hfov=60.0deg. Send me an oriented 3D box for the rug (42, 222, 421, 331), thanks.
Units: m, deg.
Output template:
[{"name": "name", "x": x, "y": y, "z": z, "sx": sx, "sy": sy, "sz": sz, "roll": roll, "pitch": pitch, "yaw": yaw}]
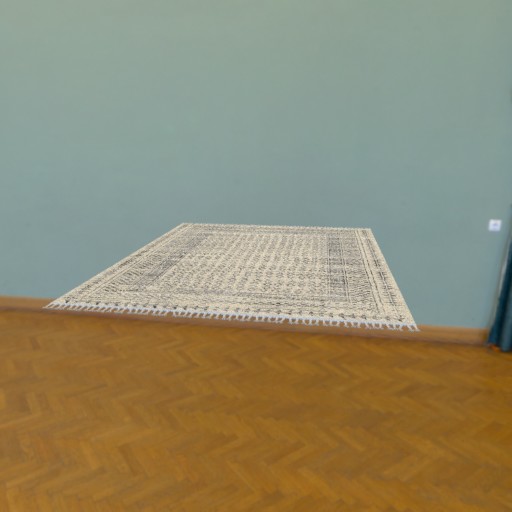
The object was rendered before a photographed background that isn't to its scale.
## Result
[{"name": "rug", "x": 0.000, "y": 0.000, "z": 4.029, "sx": 2.312, "sy": 0.013, "sz": 2.940, "roll": 2, "pitch": 15, "yaw": 8}]
